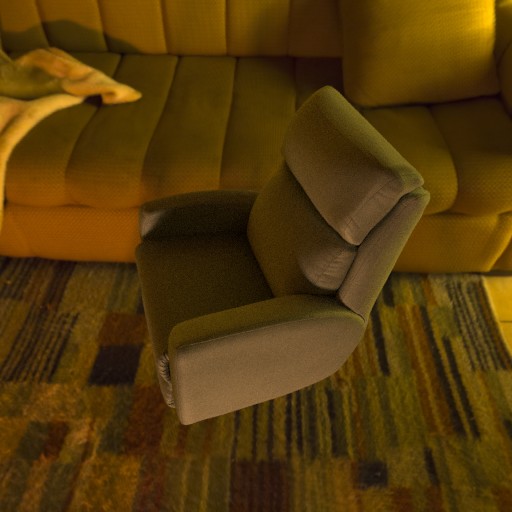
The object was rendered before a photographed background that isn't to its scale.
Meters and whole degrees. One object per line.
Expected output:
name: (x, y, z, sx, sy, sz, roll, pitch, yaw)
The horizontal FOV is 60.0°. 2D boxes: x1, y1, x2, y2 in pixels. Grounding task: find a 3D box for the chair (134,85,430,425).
chair: (0.000, 0.000, 1.715, 0.940, 1.016, 0.794, -14, 48, -13)
